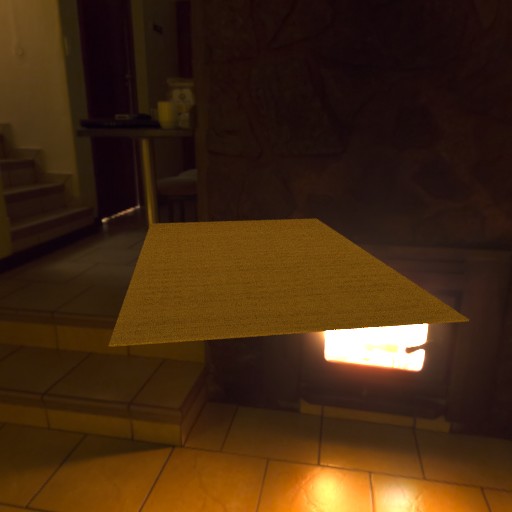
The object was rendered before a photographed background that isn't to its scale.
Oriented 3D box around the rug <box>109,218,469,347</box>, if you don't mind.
[{"bbox_3d":[0.000,0.000,2.202,1.142,0.006,1.752,-2,16,-9],"label":"rug"}]
